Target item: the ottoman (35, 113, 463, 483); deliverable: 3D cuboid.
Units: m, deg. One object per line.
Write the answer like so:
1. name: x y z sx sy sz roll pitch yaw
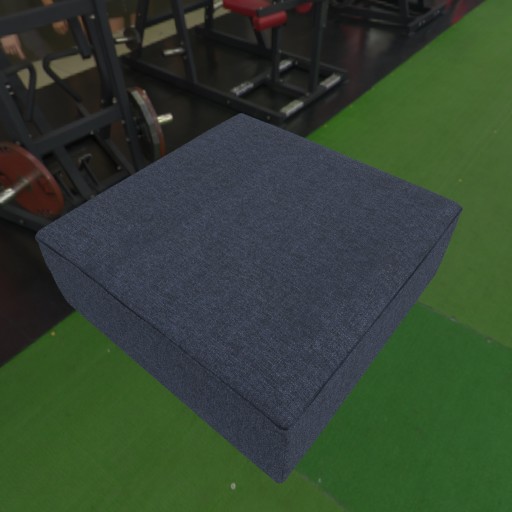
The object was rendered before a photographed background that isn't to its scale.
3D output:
1. ottoman: 0.000 0.000 1.559 1.017 0.423 1.023 31 54 27
